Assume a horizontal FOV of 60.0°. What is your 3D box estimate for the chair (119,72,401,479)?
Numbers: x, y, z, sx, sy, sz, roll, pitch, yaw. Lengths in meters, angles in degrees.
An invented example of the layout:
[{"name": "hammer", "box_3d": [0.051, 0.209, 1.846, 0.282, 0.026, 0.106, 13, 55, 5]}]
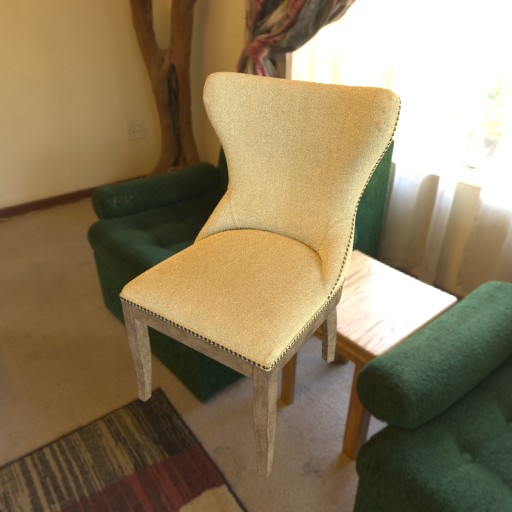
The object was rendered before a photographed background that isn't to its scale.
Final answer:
[{"name": "chair", "box_3d": [0.000, 0.000, 1.405, 0.654, 1.002, 0.681, 19, 35, 29]}]
